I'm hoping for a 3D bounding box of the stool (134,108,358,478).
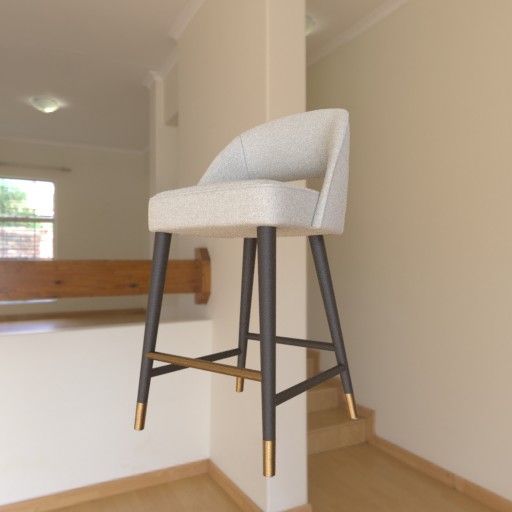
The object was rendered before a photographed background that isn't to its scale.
[{"bbox_3d":[0.000,0.000,1.266,0.494,0.940,0.509,0,-1,37],"label":"stool"}]
